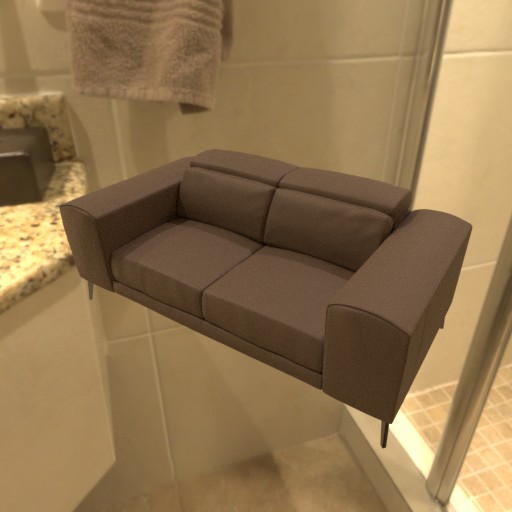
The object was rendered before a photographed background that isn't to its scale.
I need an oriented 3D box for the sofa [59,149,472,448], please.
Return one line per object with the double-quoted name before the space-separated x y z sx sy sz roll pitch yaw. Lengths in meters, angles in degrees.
"sofa" 0.000 0.000 2.351 1.895 0.779 1.003 19 35 29
